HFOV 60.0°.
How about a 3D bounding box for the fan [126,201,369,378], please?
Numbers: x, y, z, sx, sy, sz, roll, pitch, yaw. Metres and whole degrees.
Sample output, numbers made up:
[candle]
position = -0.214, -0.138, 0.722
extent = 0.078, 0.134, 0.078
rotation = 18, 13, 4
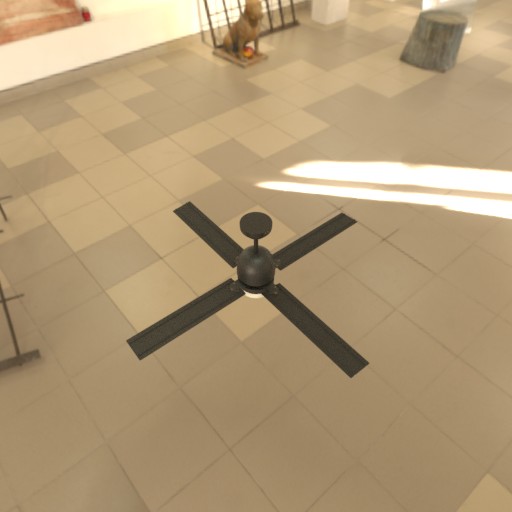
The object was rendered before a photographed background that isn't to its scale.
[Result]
[fan]
position = 0.000, 0.000, 2.028
extent = 1.319, 0.410, 1.319
rotation = -32, 54, -27
